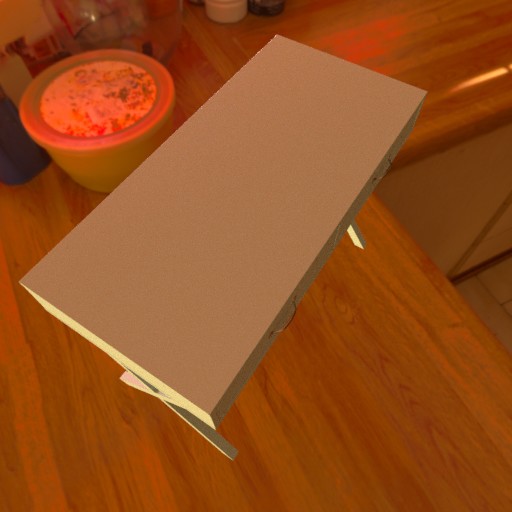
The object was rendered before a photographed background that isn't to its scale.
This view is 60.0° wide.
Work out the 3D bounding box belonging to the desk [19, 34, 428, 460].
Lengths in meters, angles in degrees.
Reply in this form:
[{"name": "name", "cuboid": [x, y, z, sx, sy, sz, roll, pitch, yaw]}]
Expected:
[{"name": "desk", "cuboid": [0.000, 0.000, 1.437, 0.525, 0.780, 1.057, 29, 63, 16]}]
